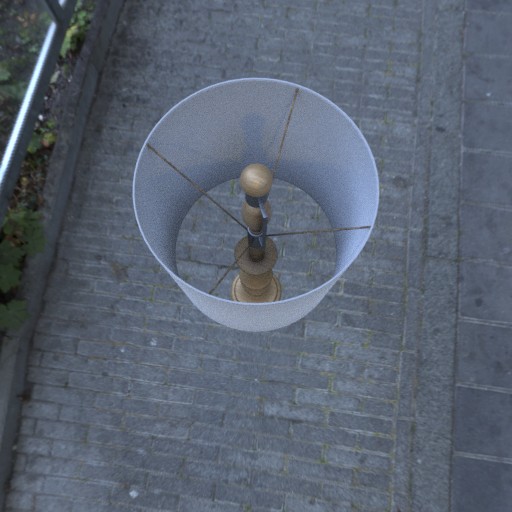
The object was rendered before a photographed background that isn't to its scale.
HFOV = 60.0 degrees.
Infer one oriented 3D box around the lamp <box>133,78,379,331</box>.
[{"bbox_3d":[0.000,0.000,0.716,0.250,0.597,0.250,21,75,6],"label":"lamp"}]
